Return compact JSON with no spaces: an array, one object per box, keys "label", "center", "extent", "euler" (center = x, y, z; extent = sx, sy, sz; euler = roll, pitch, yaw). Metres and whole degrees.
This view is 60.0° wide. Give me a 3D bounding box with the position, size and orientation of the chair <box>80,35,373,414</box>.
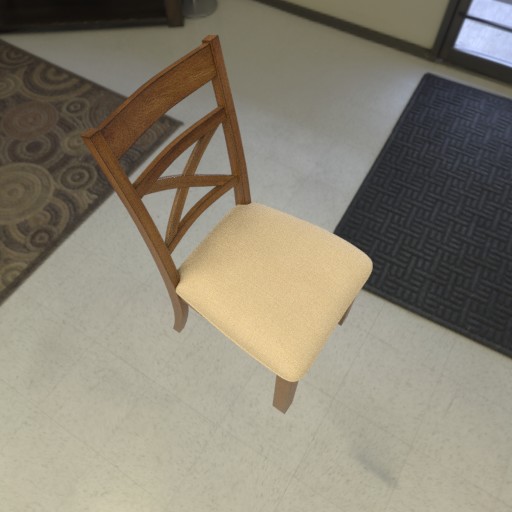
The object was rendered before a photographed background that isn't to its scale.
[{"label":"chair","center":[0.000,0.000,1.268],"extent":[0.581,0.949,0.461],"euler":[31,63,17]}]
